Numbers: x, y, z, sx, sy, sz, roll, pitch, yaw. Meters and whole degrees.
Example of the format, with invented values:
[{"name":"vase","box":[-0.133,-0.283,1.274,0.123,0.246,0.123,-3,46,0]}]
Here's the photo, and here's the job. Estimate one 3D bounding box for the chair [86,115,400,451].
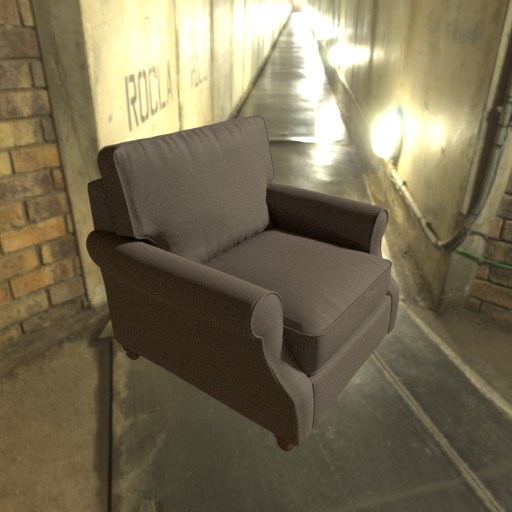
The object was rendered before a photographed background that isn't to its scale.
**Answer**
[{"name":"chair","box":[0.000,0.000,1.799,0.966,0.967,1.029,18,32,32]}]
